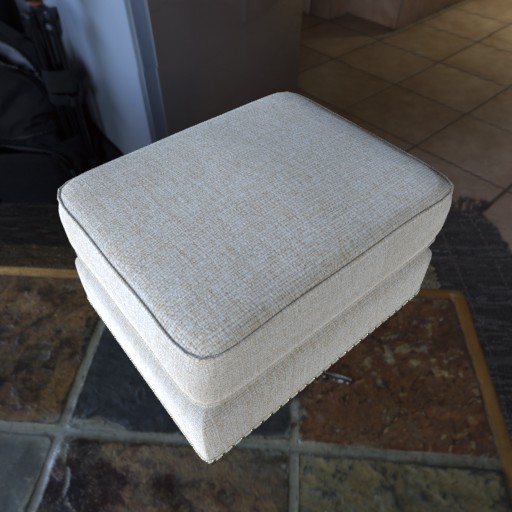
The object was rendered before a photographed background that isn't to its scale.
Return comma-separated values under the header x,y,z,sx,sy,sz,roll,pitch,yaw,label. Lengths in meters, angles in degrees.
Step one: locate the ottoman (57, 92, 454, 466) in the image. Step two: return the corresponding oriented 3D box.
x,y,z,sx,sy,sz,roll,pitch,yaw,label
0.000,0.000,1.110,0.738,0.537,0.589,-32,55,-25,ottoman
